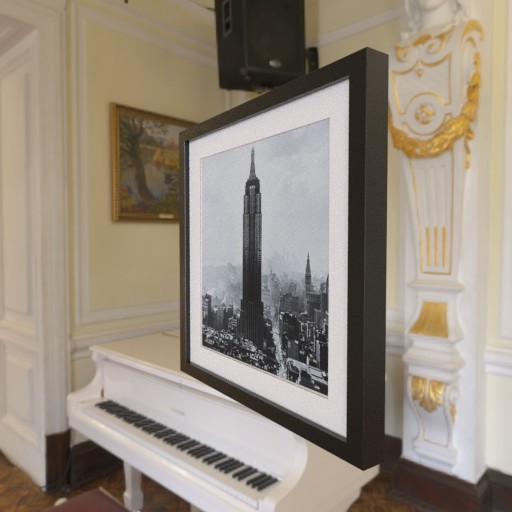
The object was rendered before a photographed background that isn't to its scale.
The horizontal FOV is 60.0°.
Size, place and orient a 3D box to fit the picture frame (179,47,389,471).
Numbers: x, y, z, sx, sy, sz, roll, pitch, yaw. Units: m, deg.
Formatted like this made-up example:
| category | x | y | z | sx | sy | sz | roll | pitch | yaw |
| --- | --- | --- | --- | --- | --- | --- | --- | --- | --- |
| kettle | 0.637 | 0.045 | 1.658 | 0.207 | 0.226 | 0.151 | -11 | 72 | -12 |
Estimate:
| category | x | y | z | sx | sy | sz | roll | pitch | yaw |
| --- | --- | --- | --- | --- | --- | --- | --- | --- | --- |
| picture frame | 0.000 | 0.000 | 0.521 | 0.029 | 0.353 | 0.355 | -1 | 2 | -35 |
